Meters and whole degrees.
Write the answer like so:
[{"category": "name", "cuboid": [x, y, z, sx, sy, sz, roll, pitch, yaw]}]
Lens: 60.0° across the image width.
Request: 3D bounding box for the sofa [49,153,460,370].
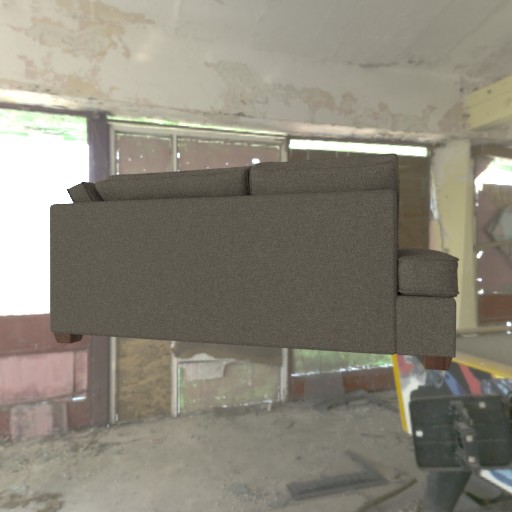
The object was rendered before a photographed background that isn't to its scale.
[{"category": "sofa", "cuboid": [0.000, 0.000, 2.800, 2.237, 1.033, 1.110, 0, 0, 17]}]
